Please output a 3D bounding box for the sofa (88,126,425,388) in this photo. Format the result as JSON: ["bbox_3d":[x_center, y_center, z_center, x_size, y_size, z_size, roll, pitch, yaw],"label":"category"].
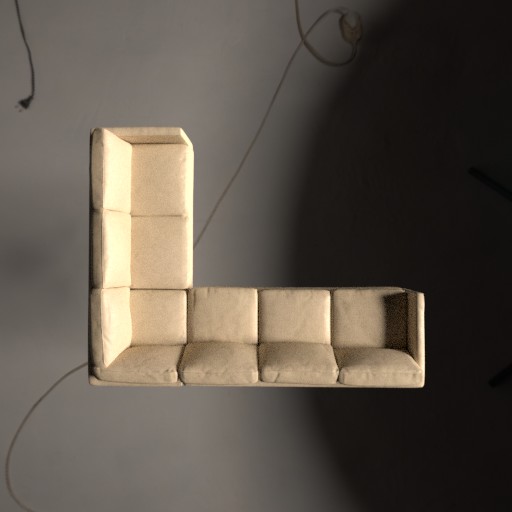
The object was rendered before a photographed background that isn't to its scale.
[{"bbox_3d":[0.000,0.000,4.556,3.302,0.947,2.593,0,89,2],"label":"sofa"}]
